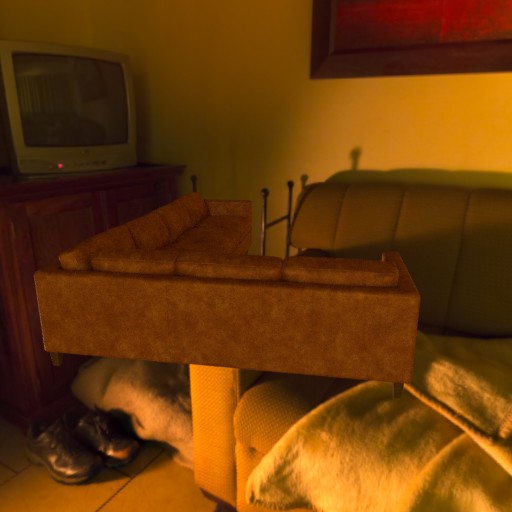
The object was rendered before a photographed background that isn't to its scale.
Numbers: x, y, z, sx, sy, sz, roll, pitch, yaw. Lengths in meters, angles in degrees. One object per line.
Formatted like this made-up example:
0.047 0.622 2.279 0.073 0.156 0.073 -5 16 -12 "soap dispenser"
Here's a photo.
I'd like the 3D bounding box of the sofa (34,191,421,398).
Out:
0.000 0.000 4.270 2.438 0.838 3.150 3 16 9 "sofa"
